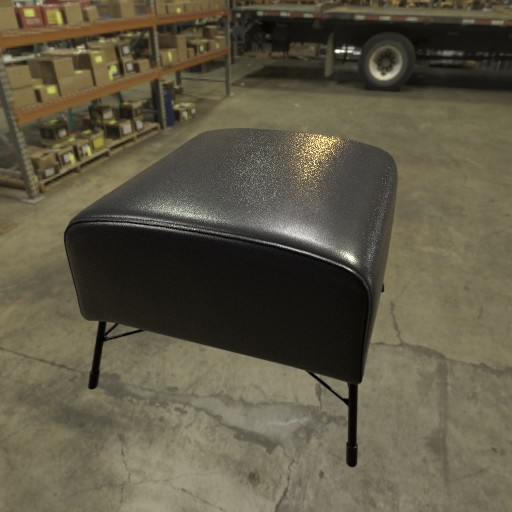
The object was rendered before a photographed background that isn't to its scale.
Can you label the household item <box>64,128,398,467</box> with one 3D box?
[{"bbox_3d":[0.000,0.000,0.909,0.530,0.410,0.530,10,33,16],"label":"household item"}]
